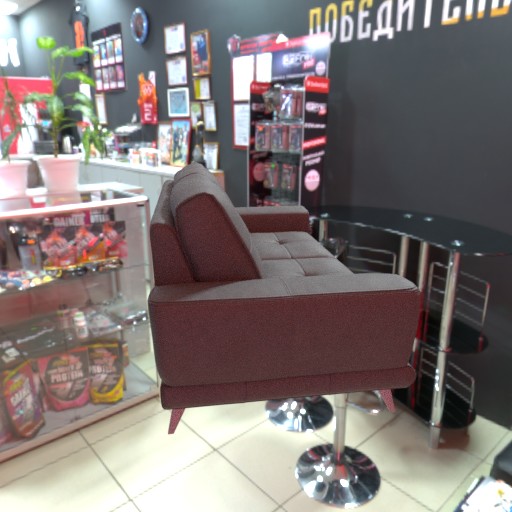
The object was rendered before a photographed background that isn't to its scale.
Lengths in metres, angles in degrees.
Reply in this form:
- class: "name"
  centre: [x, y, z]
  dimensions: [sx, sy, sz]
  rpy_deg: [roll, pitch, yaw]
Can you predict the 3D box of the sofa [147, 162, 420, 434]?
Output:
- class: "sofa"
  centre: [0.000, 0.000, 2.416]
  dimensions: [1.018, 0.907, 1.806]
  rpy_deg: [-3, 17, -8]
